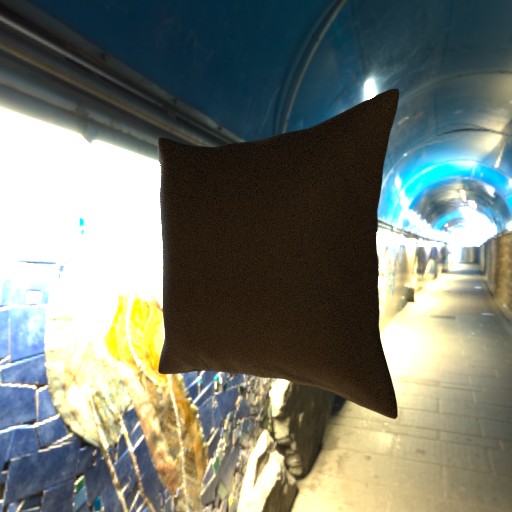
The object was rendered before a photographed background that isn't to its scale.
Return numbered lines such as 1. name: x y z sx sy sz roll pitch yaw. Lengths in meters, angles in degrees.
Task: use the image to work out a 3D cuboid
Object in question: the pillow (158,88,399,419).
1. pillow: 0.000 0.000 0.708 0.453 0.443 0.168 0 0 35
